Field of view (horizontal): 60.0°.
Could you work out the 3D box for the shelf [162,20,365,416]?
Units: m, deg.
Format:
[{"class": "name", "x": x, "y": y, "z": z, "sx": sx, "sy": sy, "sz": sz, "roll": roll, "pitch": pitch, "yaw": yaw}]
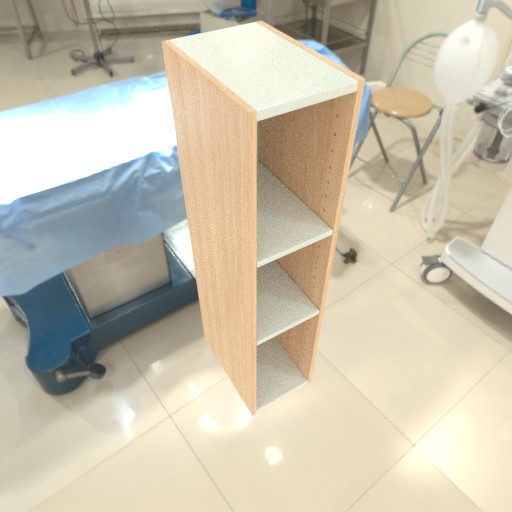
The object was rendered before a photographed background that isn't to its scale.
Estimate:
[{"class": "shelf", "x": 0.000, "y": 0.000, "z": 1.008, "sx": 0.197, "sy": 0.882, "sz": 0.290, "roll": -23, "pitch": 50, "yaw": -21}]
